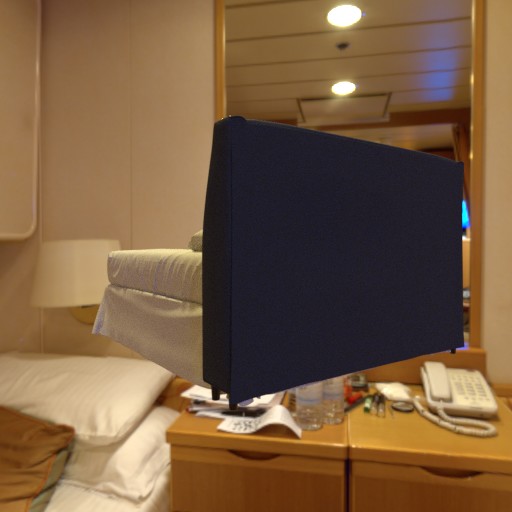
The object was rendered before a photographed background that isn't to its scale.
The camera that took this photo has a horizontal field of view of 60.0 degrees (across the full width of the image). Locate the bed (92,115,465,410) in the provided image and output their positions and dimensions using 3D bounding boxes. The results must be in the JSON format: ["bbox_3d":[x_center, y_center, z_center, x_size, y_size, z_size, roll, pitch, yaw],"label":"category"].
[{"bbox_3d":[0.000,0.000,3.394,1.925,1.332,2.276,-1,2,-36],"label":"bed"}]
